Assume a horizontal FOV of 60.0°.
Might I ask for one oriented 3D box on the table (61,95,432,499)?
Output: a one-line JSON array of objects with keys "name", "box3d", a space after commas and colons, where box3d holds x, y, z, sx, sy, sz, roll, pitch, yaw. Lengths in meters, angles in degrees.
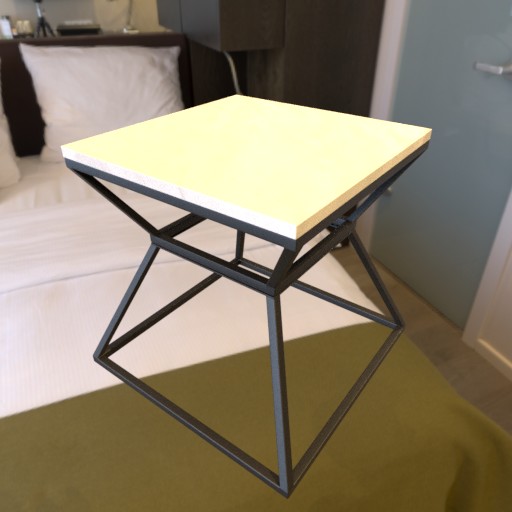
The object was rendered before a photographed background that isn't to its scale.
[{"name": "table", "box3d": [0.000, 0.000, 0.793, 0.455, 0.431, 0.455, 22, 38, 30]}]
